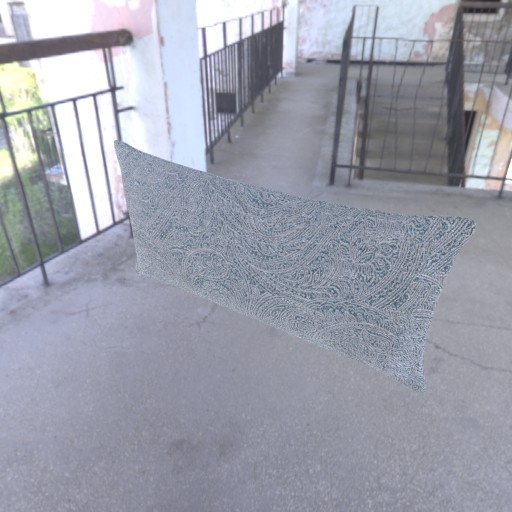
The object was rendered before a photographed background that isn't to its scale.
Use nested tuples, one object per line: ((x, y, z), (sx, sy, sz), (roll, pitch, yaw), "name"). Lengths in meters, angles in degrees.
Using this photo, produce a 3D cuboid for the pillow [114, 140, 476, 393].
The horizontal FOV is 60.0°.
((0.000, 0.000, 0.737), (0.615, 0.295, 0.151), (19, 36, 28), "pillow")
